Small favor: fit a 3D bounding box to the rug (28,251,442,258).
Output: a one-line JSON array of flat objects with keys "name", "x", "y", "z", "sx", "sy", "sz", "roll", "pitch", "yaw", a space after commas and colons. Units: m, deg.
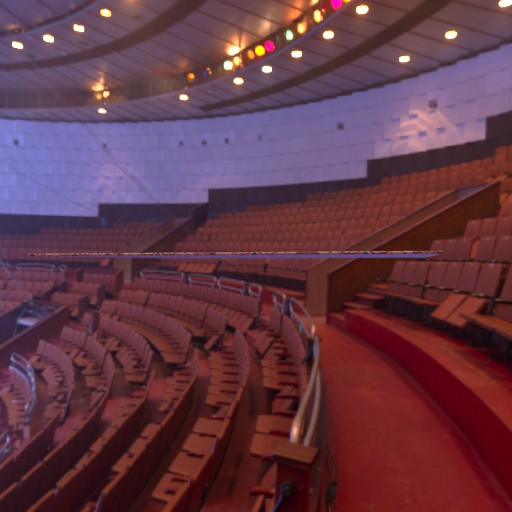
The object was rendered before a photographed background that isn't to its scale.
[{"name": "rug", "x": 0.000, "y": 0.000, "z": 4.355, "sx": 3.215, "sy": 0.020, "sz": 2.446, "roll": 0, "pitch": -1, "yaw": 19}]
